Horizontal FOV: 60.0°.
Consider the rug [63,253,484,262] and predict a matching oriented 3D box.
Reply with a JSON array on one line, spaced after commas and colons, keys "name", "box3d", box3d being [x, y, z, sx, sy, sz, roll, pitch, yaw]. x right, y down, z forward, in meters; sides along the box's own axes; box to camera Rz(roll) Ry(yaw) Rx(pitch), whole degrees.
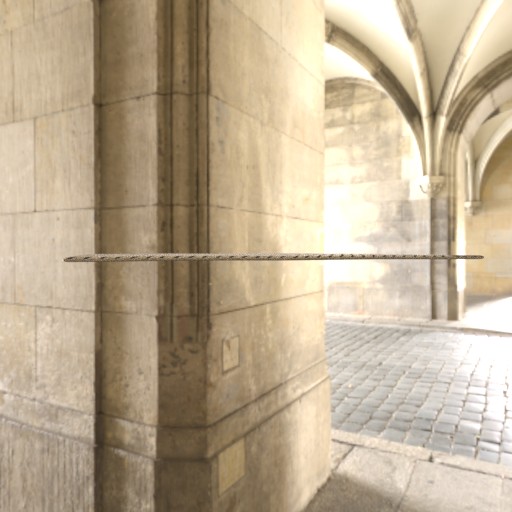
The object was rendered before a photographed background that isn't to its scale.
[{"name": "rug", "box3d": [0.000, 0.000, 3.285, 2.449, 0.028, 1.829, 0, 1, -17]}]
